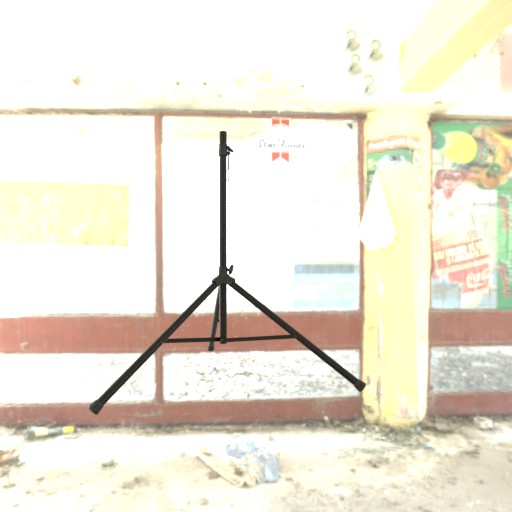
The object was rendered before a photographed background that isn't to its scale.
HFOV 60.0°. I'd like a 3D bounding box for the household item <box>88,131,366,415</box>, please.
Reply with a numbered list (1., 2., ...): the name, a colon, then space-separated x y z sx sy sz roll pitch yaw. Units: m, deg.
1. household item: 0.000 0.000 2.776 1.339 1.595 1.596 0 0 18
